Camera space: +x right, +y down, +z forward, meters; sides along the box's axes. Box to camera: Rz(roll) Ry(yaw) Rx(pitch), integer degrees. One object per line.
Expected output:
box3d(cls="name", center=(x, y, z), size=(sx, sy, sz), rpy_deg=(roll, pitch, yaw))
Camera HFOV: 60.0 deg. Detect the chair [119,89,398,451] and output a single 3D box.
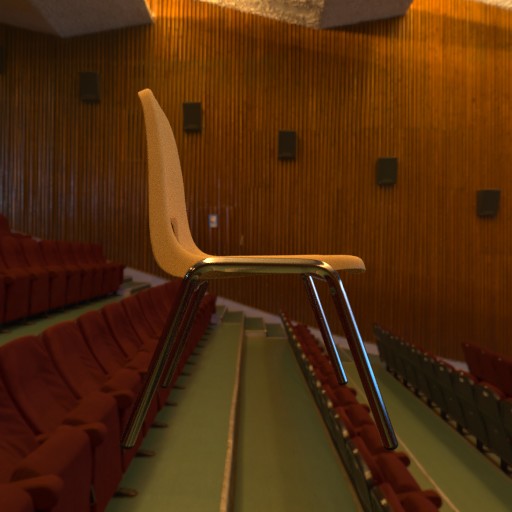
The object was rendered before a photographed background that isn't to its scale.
box3d(cls="chair", center=(0.000, 0.000, 0.833), size=(0.423, 0.586, 0.354), rpy_deg=(0, 0, -1))
